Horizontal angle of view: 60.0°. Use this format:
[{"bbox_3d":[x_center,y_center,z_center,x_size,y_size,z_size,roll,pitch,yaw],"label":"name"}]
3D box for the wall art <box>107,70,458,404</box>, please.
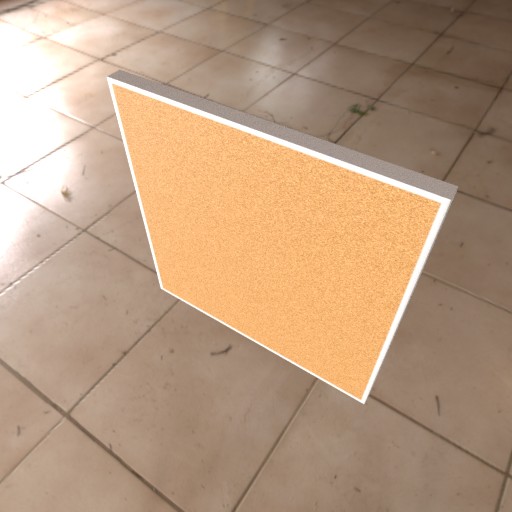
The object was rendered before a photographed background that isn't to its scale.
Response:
[{"bbox_3d":[0.000,0.000,1.140,0.768,0.765,0.041,26,53,22],"label":"wall art"}]
